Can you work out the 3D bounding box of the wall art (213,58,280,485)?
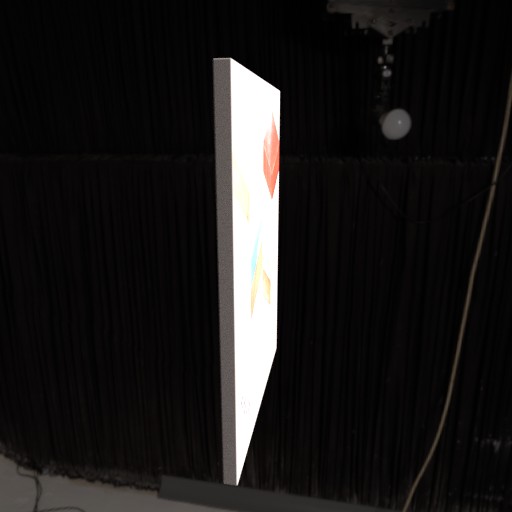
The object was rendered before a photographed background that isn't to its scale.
[{"bbox_3d":[0.000,0.000,1.640,0.046,1.221,0.914,3,16,10],"label":"wall art"}]
